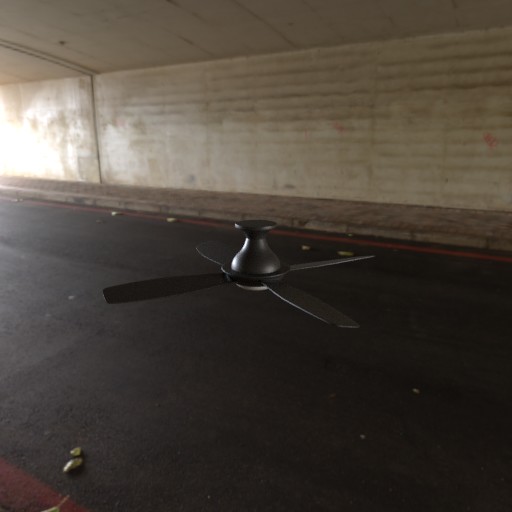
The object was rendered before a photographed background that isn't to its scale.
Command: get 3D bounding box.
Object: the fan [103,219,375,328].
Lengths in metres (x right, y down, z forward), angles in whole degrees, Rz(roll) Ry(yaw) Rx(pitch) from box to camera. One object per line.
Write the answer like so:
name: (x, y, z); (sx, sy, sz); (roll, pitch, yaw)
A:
fan: (0.000, 0.000, 2.540); (1.694, 0.382, 1.694); (-7, 17, -26)
